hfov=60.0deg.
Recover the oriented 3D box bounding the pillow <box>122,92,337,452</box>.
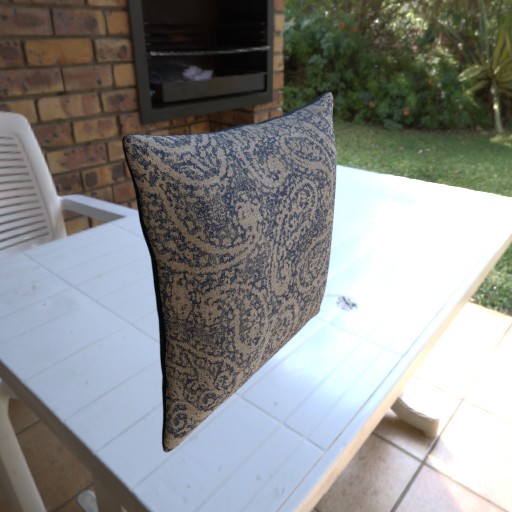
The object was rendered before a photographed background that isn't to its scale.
[{"bbox_3d":[0.000,0.000,0.798,0.166,0.510,0.523,18,32,31],"label":"pillow"}]
